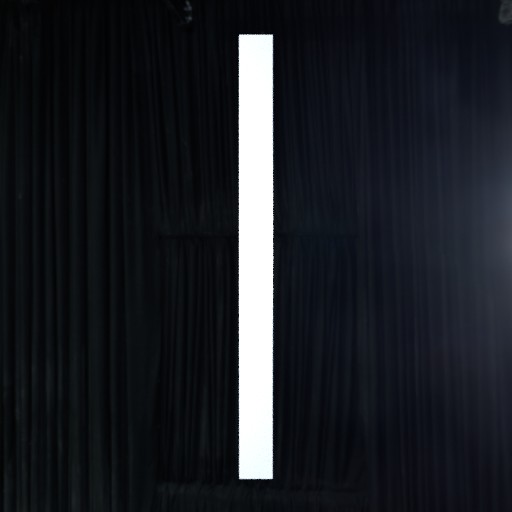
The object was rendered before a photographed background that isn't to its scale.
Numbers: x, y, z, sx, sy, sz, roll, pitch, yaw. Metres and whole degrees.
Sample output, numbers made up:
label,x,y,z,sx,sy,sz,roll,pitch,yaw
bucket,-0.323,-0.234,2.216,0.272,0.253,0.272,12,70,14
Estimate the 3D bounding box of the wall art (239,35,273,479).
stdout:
label,x,y,z,sx,sy,sz,roll,pitch,yaw
wall art,0.000,0.000,0.757,0.038,0.505,0.506,0,0,0
